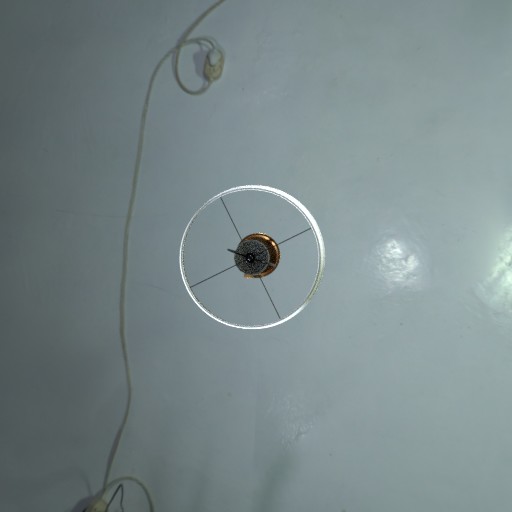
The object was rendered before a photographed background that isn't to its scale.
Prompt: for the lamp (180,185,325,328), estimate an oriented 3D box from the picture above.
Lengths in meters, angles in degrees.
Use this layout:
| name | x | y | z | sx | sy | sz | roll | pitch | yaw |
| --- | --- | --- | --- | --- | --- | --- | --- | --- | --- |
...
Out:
| name | x | y | z | sx | sy | sz | roll | pitch | yaw |
| --- | --- | --- | --- | --- | --- | --- | --- | --- | --- |
| lamp | 0.000 | 0.000 | 0.783 | 0.178 | 0.710 | 0.178 | 0 | 90 | 1 |
